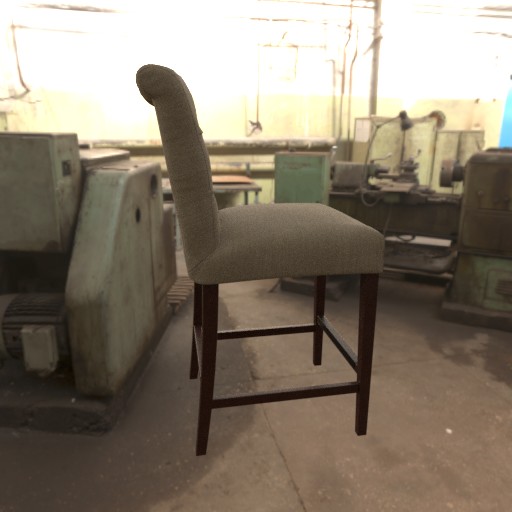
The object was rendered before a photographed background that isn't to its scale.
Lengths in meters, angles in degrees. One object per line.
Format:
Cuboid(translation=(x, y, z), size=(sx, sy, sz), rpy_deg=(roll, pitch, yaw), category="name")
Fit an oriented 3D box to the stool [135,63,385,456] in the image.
Cuboid(translation=(0.000, 0.000, 1.421), size=(0.660, 1.084, 0.486), rpy_deg=(-3, 16, -10), category="stool")
